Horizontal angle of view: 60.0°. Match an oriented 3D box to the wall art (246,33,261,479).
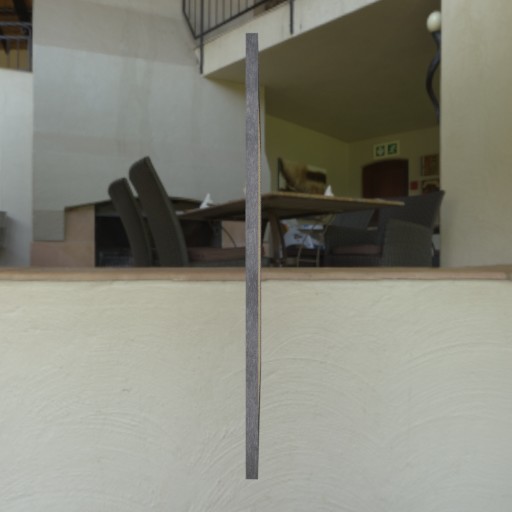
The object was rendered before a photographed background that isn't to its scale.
[{"bbox_3d":[0.000,0.000,0.682,0.013,0.457,0.457,0,0,1],"label":"wall art"}]
